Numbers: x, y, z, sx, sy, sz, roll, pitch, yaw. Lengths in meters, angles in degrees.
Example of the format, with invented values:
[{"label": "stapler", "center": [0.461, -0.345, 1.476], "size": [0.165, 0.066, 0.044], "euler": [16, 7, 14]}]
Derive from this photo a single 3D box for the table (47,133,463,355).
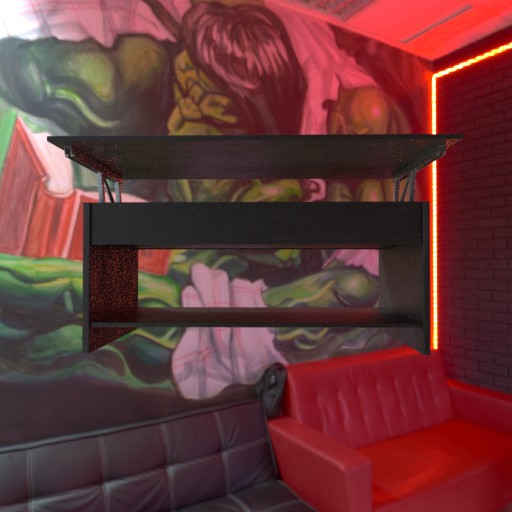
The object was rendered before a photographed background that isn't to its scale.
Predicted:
[{"label": "table", "center": [0.000, 0.000, 1.414], "size": [1.000, 0.570, 0.712], "euler": [0, -1, 1]}]
